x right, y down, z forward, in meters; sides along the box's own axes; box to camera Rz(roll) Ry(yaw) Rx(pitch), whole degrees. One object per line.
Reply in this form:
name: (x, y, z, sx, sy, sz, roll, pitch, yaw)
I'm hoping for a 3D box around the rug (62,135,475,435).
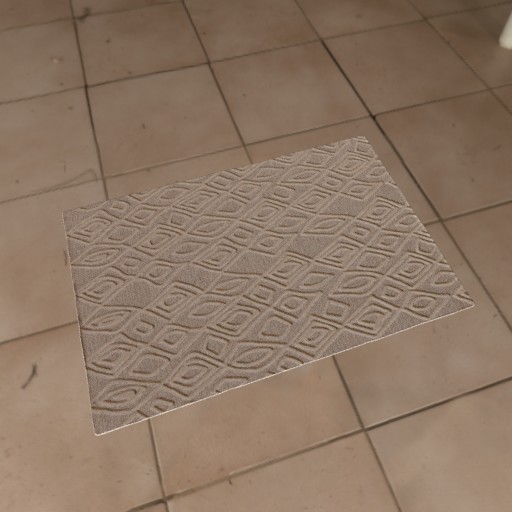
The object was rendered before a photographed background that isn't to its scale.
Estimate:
rug: (0.000, 0.000, 2.286, 1.832, 0.016, 1.224, -16, 60, -10)
